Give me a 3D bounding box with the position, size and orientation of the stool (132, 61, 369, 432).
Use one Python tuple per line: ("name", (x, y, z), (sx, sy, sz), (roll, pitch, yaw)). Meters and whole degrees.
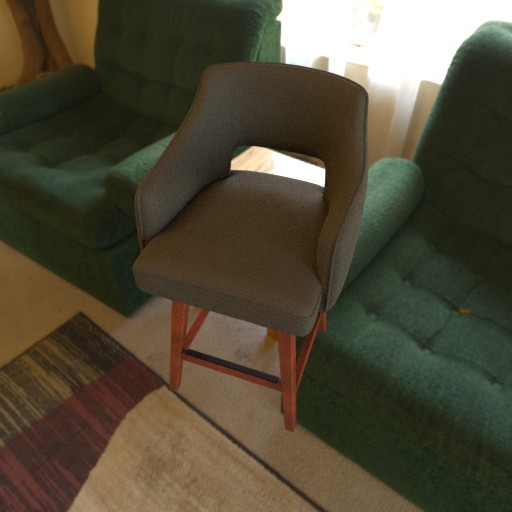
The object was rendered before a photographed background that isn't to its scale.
("stool", (0.000, 0.000, 1.287), (0.548, 0.912, 0.558), (14, 44, 15))
